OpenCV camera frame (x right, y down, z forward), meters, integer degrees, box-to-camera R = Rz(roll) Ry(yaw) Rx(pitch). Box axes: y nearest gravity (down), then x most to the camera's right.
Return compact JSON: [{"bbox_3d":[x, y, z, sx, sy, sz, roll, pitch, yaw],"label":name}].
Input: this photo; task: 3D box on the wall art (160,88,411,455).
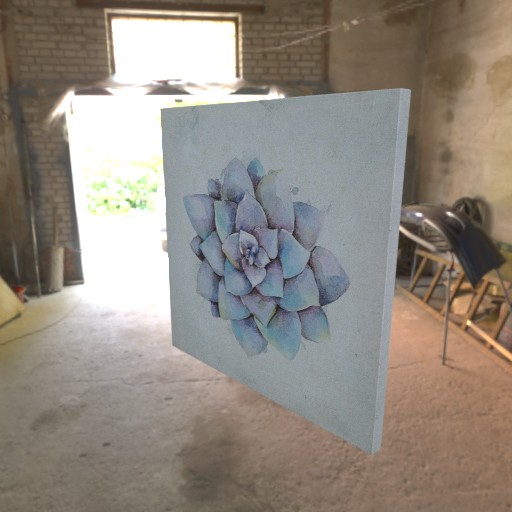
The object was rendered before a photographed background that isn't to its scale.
[{"bbox_3d":[0.000,0.000,1.151,0.762,0.762,0.038,14,21,43],"label":"wall art"}]
